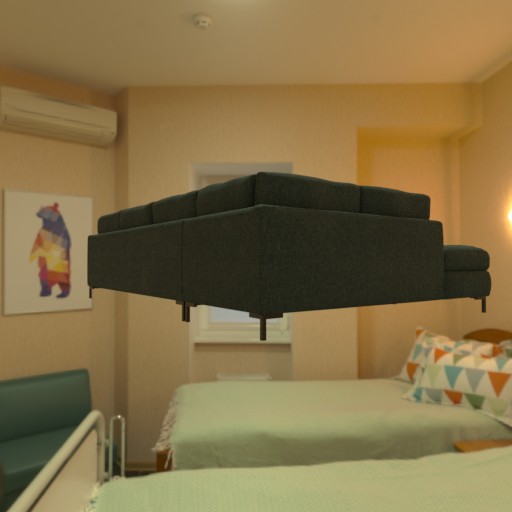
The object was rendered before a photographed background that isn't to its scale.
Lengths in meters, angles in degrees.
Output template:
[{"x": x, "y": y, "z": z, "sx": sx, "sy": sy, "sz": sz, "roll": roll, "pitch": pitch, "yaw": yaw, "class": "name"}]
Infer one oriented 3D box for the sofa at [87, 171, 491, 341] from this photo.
[{"x": 0.000, "y": 0.000, "z": 3.733, "sx": 2.007, "sy": 0.815, "sz": 2.949, "roll": 1, "pitch": -1, "yaw": -35, "class": "sofa"}]
